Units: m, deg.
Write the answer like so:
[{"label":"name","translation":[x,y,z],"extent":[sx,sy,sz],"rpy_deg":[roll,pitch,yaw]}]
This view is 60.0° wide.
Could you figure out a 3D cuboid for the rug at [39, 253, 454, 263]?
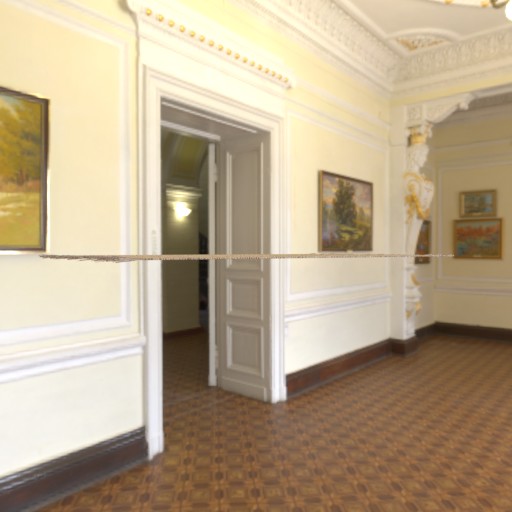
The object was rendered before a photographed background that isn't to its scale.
[{"label":"rug","translation":[0.000,0.000,2.486],"extent":[2.021,0.027,1.224],"rpy_deg":[0,1,-37]}]
